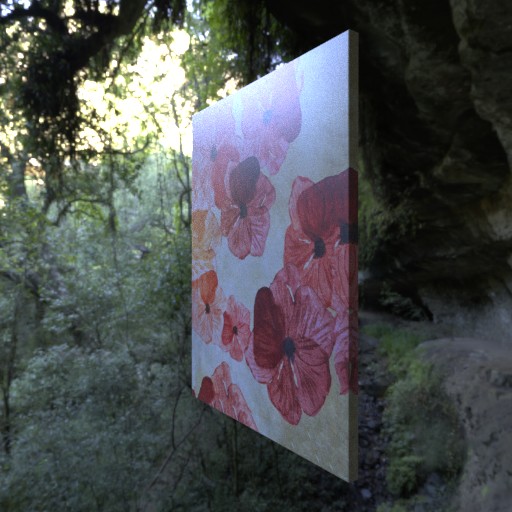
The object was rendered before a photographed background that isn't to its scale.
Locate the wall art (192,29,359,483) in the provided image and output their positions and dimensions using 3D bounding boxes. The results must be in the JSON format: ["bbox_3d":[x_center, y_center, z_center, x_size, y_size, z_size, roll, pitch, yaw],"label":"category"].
[{"bbox_3d":[0.000,0.000,1.308,0.031,1.015,0.762,0,0,-35],"label":"wall art"}]
